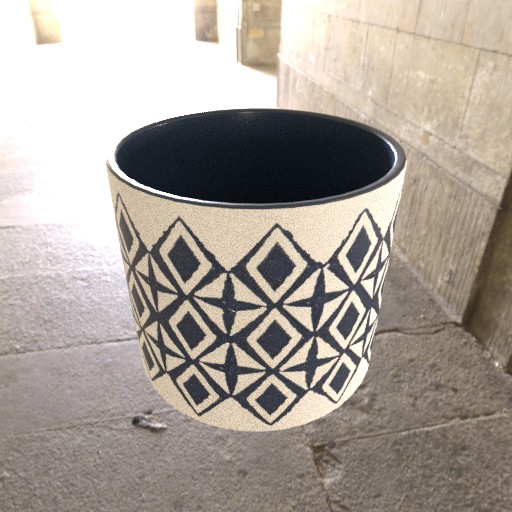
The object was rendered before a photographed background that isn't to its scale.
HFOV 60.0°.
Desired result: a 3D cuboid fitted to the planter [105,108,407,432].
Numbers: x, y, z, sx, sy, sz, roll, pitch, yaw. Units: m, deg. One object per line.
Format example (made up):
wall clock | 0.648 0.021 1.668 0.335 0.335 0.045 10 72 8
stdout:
planter | 0.000 0.000 0.279 0.159 0.144 0.159 0 32 0
